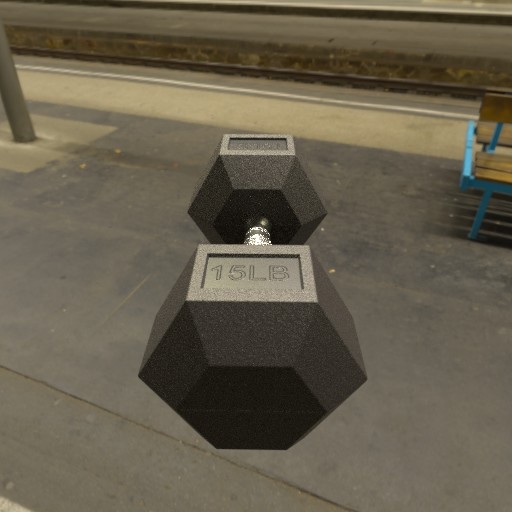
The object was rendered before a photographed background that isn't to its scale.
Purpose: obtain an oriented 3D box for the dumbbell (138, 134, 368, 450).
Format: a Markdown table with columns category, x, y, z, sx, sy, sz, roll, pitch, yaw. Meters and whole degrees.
| category | x | y | z | sx | sy | sz | roll | pitch | yaw |
| --- | --- | --- | --- | --- | --- | --- | --- | --- | --- |
| dumbbell | 0.000 | 0.000 | 0.329 | 0.122 | 0.106 | 0.271 | 1 | 34 | 1 |
